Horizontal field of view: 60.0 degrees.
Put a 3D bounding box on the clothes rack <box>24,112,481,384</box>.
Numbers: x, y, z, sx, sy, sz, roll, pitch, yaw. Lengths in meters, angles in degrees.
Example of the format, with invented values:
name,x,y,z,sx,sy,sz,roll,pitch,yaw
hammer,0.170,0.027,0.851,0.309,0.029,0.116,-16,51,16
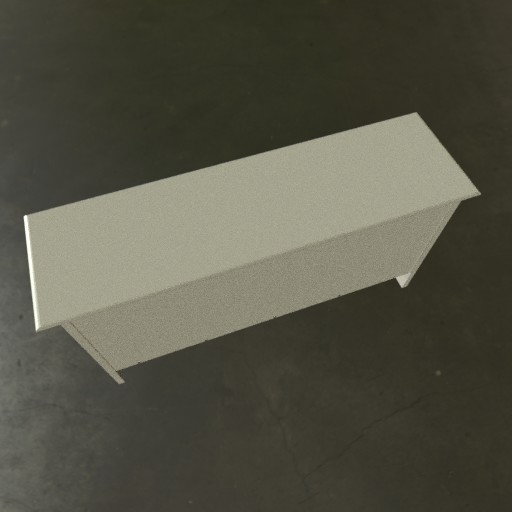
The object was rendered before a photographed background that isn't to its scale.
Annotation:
name,x,y,z,sx,sy,sz,roll,pitch,yaw
clothes rack,0.000,0.000,1.344,1.120,0.531,0.324,-17,60,-10
